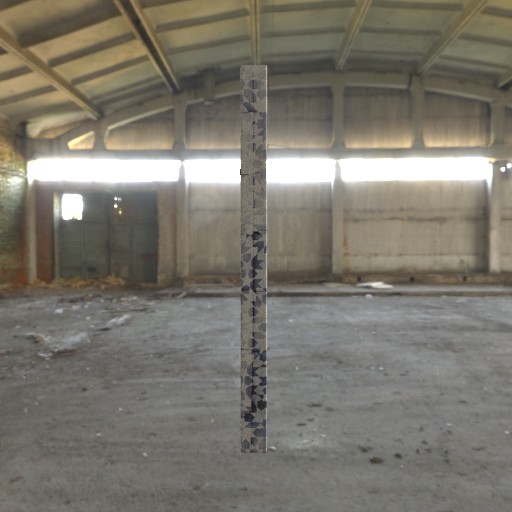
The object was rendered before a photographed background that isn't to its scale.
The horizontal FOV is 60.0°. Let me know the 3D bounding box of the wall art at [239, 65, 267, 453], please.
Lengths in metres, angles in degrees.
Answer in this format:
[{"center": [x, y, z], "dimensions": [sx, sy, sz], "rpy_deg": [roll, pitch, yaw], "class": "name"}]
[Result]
[{"center": [0.000, 0.000, 0.764], "dimensions": [0.030, 0.406, 0.608], "rpy_deg": [0, 1, 1], "class": "wall art"}]
